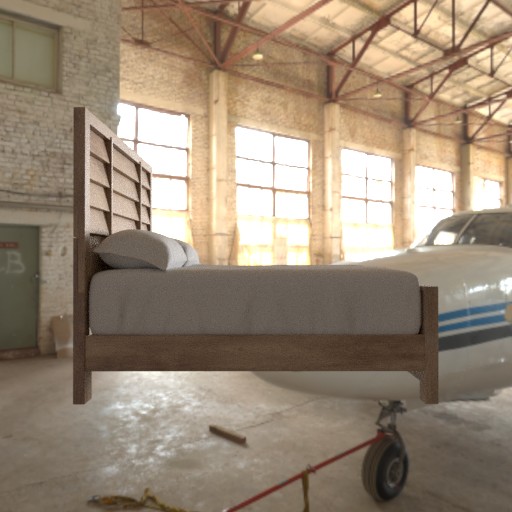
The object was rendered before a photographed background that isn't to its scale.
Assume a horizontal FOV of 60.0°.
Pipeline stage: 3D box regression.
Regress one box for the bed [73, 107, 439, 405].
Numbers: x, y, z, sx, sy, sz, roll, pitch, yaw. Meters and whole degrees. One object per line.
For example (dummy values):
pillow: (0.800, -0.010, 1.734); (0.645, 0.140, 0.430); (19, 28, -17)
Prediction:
bed: (0.000, 0.000, 3.238); (2.017, 1.631, 1.615); (0, 0, 0)
